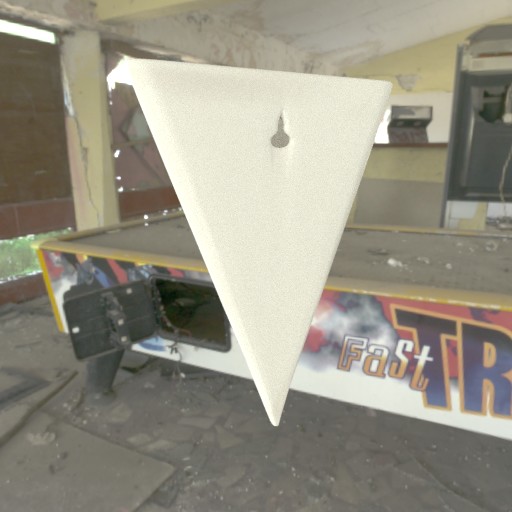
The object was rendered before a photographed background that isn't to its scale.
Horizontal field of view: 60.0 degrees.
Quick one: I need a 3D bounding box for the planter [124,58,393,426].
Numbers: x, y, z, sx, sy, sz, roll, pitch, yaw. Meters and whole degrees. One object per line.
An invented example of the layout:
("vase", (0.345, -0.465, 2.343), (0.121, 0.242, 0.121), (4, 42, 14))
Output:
("planter", (0.000, 0.000, 0.264), (0.150, 0.197, 0.060), (-7, 15, -26))
